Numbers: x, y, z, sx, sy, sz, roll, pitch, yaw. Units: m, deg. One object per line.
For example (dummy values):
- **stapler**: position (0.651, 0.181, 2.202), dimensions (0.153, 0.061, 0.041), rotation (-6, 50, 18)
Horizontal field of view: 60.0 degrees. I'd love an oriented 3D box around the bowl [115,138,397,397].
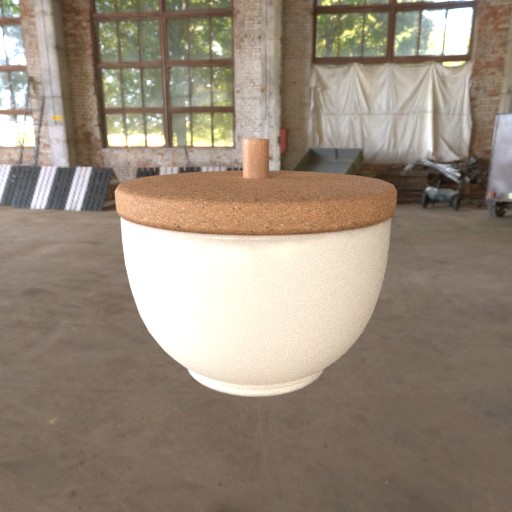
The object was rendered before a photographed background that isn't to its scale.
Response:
- **bowl**: position (0.000, 0.000, 0.216), dimensions (0.126, 0.110, 0.126), rotation (0, 15, 0)
